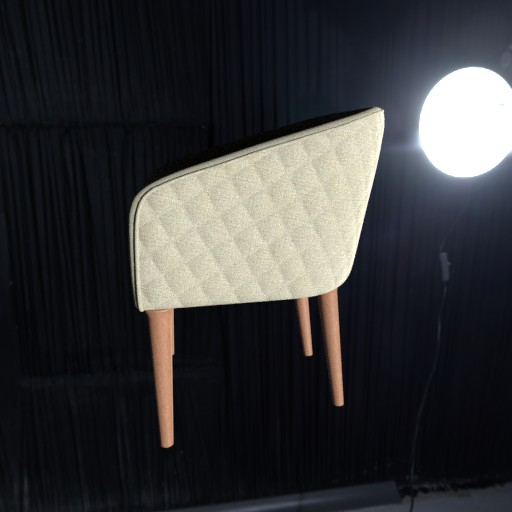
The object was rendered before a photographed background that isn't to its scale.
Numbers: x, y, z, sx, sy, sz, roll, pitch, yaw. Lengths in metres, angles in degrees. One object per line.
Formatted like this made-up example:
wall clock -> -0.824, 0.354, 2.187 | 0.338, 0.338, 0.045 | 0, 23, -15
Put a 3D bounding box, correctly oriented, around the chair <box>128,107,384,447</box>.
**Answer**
chair -> 0.000, 0.000, 1.220 | 0.616, 0.775, 0.584 | -3, 15, -10
